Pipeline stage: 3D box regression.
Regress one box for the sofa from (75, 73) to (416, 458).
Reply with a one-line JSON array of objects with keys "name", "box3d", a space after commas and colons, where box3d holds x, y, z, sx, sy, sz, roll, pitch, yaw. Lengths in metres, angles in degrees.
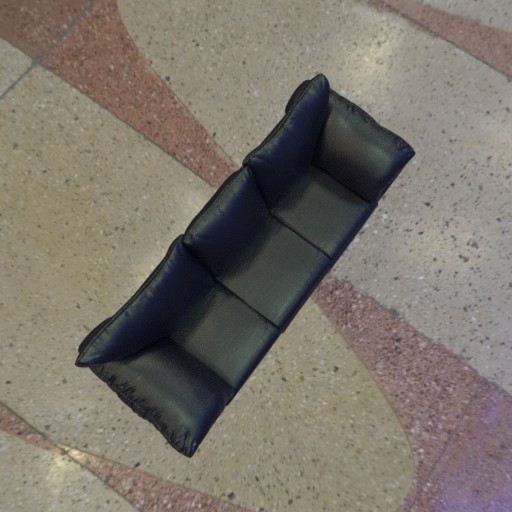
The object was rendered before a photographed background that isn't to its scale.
[{"name": "sofa", "box3d": [0.000, 0.000, 2.880, 0.880, 1.073, 2.336, 36, 78, 9]}]
